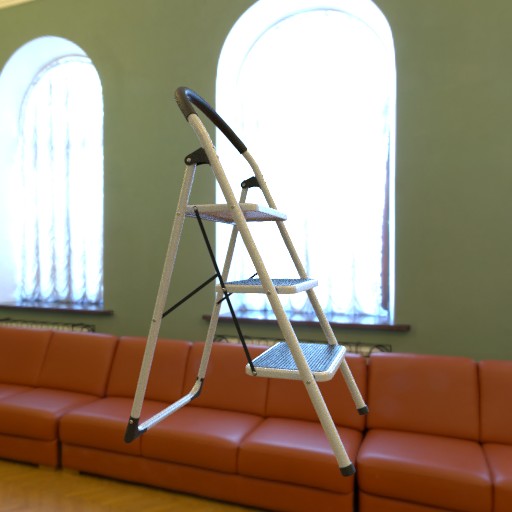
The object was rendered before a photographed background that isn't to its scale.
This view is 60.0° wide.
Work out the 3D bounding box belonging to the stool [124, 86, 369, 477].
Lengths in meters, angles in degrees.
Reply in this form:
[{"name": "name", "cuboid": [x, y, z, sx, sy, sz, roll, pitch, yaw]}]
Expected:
[{"name": "stool", "cuboid": [0.000, 0.000, 1.432, 0.676, 1.109, 0.485, 0, 0, 18]}]
